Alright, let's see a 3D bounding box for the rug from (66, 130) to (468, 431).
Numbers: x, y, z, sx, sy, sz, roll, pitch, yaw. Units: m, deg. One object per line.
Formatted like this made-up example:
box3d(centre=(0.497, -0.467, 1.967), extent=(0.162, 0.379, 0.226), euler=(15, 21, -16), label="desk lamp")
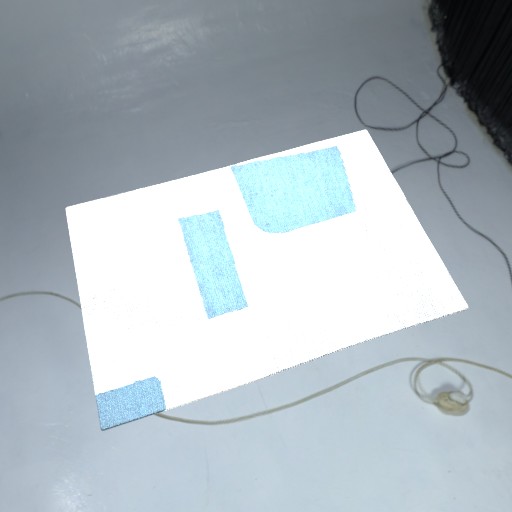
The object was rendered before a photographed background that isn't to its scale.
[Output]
box3d(centre=(0.000, 0.000, 2.357), extent=(1.847, 0.020, 1.238), euler=(-16, 64, -8), label="rug")
